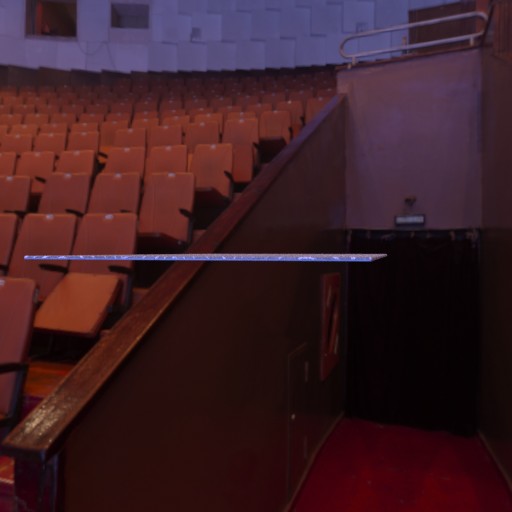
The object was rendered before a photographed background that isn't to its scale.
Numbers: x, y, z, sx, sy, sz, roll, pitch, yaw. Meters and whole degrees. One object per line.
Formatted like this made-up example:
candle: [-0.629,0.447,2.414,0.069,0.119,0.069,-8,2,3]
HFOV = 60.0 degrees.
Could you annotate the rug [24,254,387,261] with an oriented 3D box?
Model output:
rug: [0.000,0.000,2.813,1.543,0.015,2.144,0,1,18]
